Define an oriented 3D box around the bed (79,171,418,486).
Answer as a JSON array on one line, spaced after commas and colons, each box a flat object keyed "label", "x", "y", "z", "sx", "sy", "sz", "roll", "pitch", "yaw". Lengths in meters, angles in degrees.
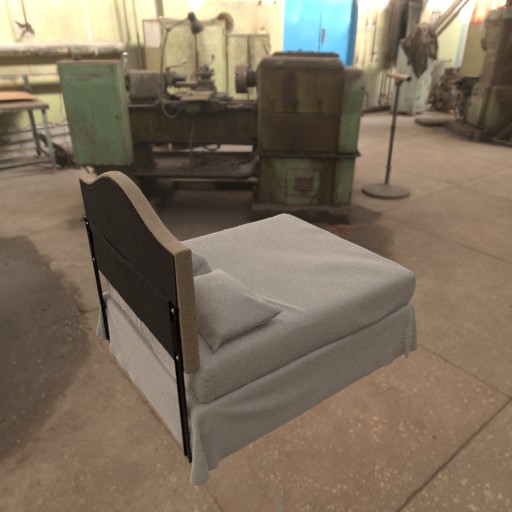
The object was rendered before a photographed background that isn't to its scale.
[{"label": "bed", "x": 0.000, "y": 0.000, "z": 3.472, "sx": 2.221, "sy": 1.645, "sz": 1.876, "roll": -18, "pitch": 32, "yaw": -31}]
